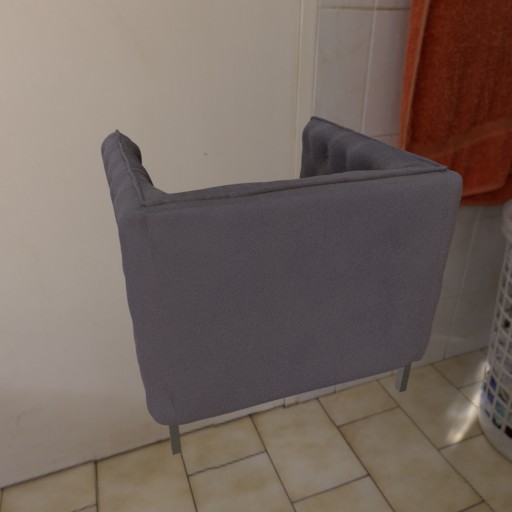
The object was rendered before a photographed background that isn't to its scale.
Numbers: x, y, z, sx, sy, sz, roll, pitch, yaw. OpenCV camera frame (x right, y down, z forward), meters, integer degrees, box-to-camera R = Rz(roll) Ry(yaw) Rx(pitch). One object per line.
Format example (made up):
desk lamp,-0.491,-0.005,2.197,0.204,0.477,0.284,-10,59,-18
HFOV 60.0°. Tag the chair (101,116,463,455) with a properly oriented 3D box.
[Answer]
chair,0.000,0.000,1.595,0.946,0.807,0.913,-9,28,-17
